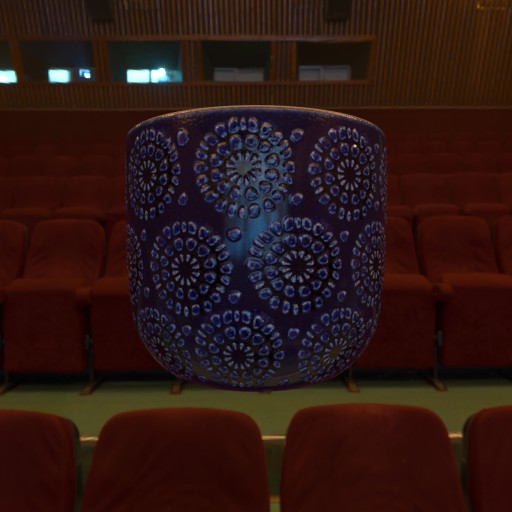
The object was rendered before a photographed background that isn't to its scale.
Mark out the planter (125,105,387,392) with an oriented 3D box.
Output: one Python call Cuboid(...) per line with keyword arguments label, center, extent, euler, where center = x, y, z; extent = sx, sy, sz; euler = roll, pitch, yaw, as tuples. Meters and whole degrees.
Cuboid(label="planter", center=(0.000, 0.000, 0.293), extent=(0.165, 0.149, 0.165), euler=(0, 2, 0))
